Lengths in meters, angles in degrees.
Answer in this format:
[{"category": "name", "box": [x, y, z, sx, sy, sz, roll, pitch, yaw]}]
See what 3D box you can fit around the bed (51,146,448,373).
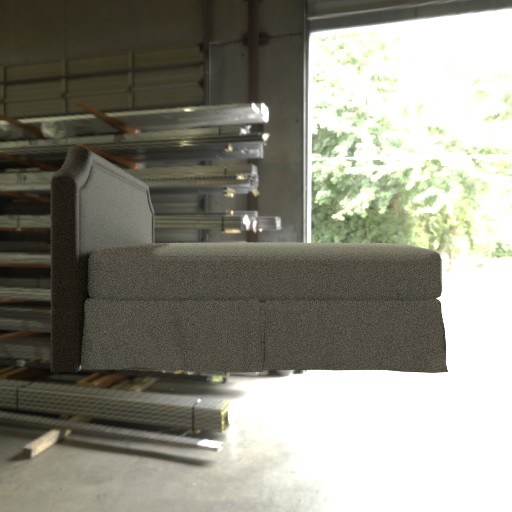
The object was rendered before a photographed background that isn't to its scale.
[{"category": "bed", "box": [0.000, 0.000, 3.236, 2.181, 1.297, 1.831, 0, 1, 1]}]
